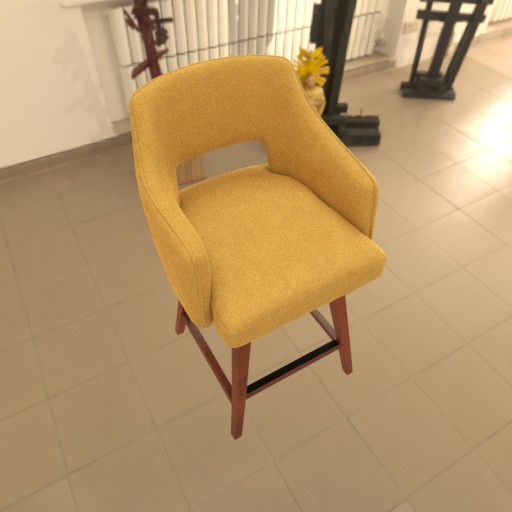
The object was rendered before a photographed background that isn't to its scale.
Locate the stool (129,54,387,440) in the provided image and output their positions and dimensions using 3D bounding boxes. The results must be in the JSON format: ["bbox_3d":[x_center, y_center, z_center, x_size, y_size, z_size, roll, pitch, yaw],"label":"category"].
[{"bbox_3d":[0.000,0.000,1.276,0.548,0.924,0.558,-23,51,-20],"label":"stool"}]
